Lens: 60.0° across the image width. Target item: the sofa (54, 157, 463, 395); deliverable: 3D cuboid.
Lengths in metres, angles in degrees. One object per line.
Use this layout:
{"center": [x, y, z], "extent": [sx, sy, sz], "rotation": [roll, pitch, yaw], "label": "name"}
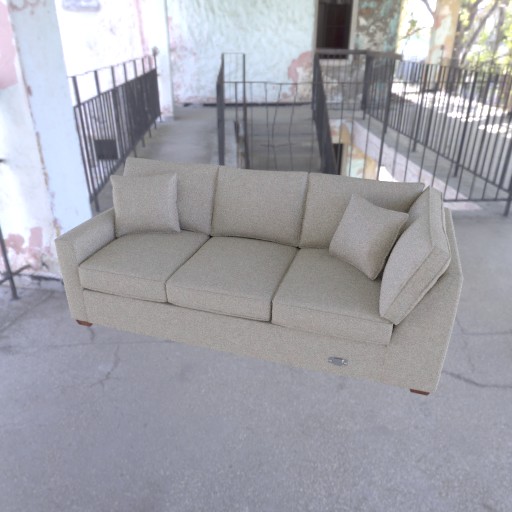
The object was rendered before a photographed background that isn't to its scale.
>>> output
{"center": [0.000, 0.000, 2.863], "extent": [2.317, 0.962, 1.061], "rotation": [8, 27, 16], "label": "sofa"}
